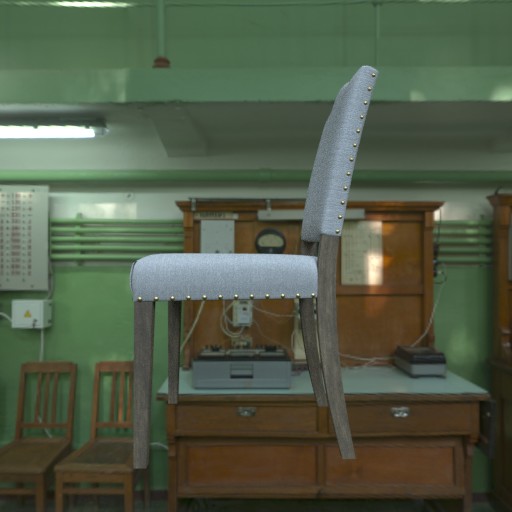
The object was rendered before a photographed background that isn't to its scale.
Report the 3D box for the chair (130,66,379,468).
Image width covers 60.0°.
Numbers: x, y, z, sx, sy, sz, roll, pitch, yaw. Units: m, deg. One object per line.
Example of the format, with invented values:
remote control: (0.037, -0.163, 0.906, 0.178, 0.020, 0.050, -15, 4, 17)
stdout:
chair: (0.000, 0.000, 1.315, 0.620, 1.020, 0.508, 0, 0, -1)
